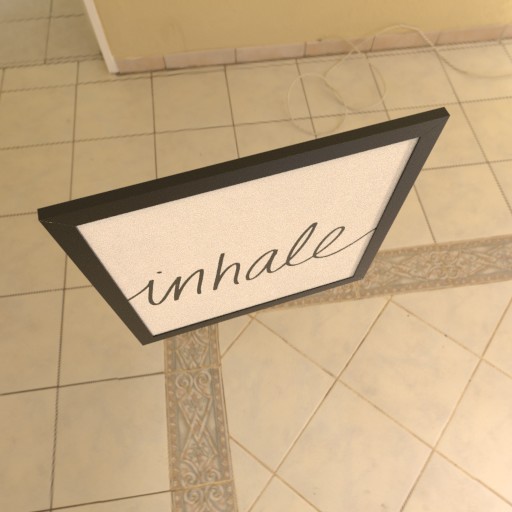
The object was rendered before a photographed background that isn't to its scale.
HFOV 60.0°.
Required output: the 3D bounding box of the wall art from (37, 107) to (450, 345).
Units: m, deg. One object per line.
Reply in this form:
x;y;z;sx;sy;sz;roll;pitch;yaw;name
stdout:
0.000;0.000;0.659;0.446;0.445;0.014;-16;64;-8;wall art
